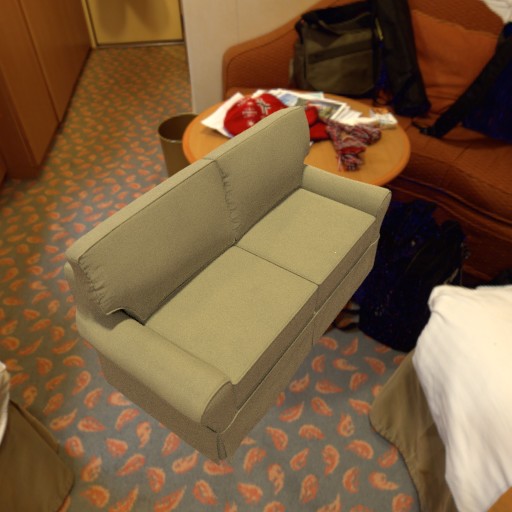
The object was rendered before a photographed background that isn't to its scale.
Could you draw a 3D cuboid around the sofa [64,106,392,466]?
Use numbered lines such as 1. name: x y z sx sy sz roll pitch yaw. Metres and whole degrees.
1. sofa: 0.000 0.000 2.387 0.841 1.024 1.823 26 48 25
